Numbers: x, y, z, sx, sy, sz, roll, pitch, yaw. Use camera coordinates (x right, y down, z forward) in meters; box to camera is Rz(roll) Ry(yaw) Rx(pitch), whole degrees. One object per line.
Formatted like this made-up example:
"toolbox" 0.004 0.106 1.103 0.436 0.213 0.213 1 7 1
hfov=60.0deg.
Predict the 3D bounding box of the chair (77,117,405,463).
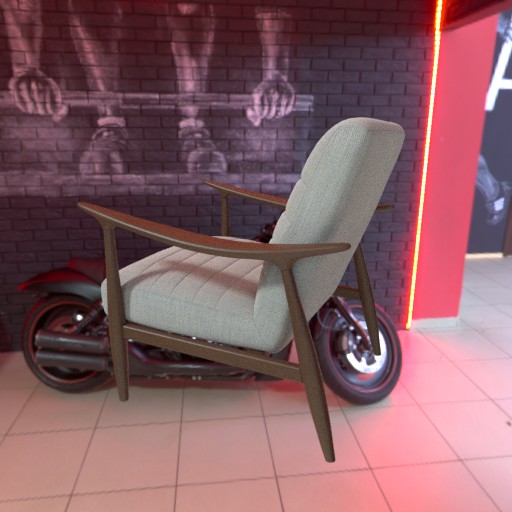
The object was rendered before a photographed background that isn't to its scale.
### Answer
"chair" 0.000 0.000 1.424 0.798 0.832 0.741 7 17 25
